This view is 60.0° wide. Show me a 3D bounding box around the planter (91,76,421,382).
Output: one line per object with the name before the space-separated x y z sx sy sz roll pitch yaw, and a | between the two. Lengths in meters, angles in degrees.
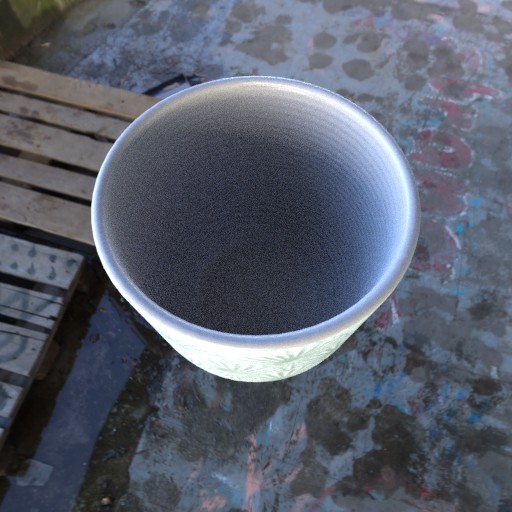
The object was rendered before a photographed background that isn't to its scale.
planter | 0.000 0.000 0.297 0.170 0.152 0.170 0 63 0
